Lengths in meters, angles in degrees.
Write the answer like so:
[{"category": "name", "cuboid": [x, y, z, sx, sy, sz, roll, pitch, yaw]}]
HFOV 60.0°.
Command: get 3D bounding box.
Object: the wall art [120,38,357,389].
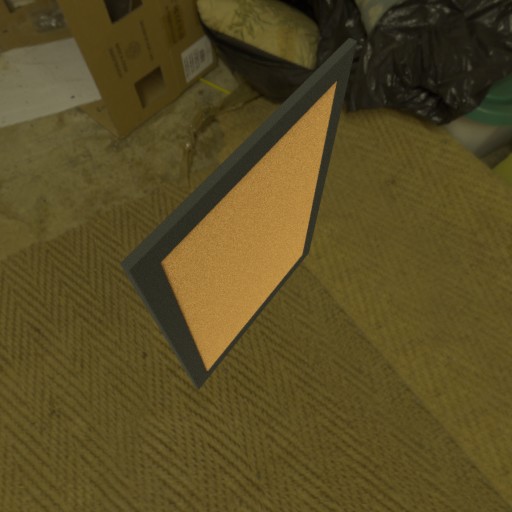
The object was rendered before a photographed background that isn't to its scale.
[{"category": "wall art", "cuboid": [0.000, 0.000, 0.684, 0.012, 0.529, 0.374, 34, 68, 16]}]
